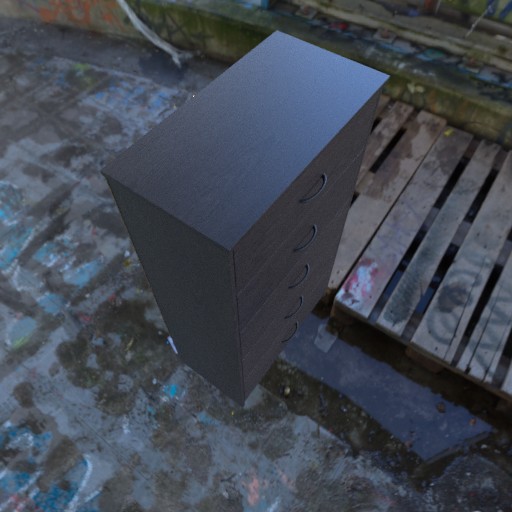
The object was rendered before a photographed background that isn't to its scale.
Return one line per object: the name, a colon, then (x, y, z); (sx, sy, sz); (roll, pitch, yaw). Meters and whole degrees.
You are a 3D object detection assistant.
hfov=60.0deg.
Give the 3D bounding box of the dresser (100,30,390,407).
dresser: (0.000, 0.000, 1.626); (0.418, 1.254, 0.704); (32, 62, 19)
